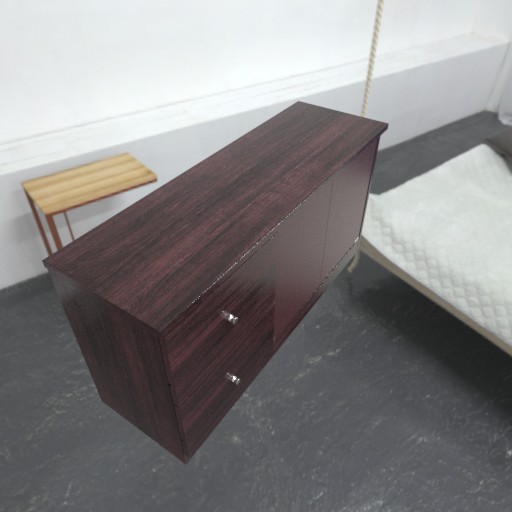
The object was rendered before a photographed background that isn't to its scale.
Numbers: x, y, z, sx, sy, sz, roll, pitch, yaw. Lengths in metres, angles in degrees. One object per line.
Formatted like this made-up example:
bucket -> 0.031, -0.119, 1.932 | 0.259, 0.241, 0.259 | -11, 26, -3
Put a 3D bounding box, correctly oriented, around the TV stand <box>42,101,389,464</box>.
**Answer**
TV stand -> 0.000, 0.000, 1.528 | 0.404, 0.614, 1.192 | 24, 46, 26
